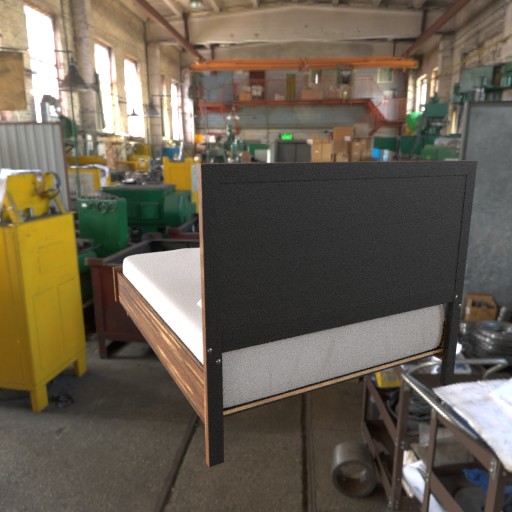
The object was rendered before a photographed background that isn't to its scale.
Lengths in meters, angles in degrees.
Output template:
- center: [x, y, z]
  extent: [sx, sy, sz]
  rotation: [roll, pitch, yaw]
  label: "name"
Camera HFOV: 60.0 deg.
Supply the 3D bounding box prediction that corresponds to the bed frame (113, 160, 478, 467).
- center: [0.000, 0.000, 3.310]
  extent: [1.696, 1.417, 2.276]
  rotation: [-7, 15, -27]
  label: "bed frame"
